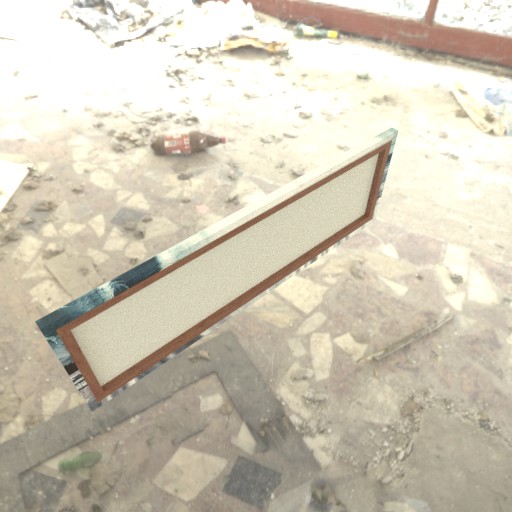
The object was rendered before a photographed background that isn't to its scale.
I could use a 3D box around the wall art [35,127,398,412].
[{"bbox_3d":[0.000,0.000,1.702,1.524,0.509,0.037,-32,54,-26],"label":"wall art"}]
